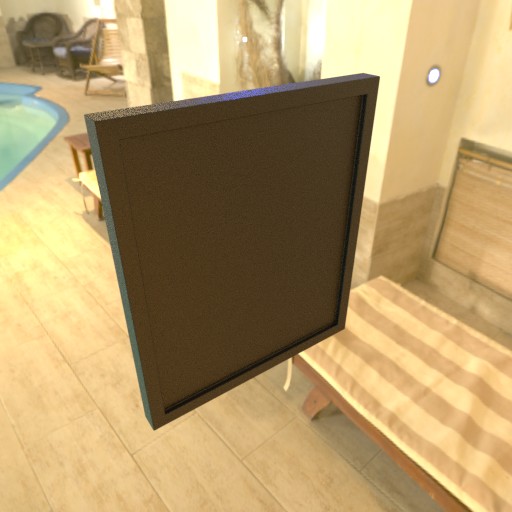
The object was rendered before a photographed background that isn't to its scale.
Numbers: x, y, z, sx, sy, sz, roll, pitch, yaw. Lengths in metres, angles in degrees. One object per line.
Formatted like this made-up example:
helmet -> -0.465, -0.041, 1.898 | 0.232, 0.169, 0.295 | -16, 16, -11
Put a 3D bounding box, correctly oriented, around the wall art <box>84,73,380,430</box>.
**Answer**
wall art -> 0.000, 0.000, 0.537 | 0.328, 0.381, 0.028 | -20, 38, -29
